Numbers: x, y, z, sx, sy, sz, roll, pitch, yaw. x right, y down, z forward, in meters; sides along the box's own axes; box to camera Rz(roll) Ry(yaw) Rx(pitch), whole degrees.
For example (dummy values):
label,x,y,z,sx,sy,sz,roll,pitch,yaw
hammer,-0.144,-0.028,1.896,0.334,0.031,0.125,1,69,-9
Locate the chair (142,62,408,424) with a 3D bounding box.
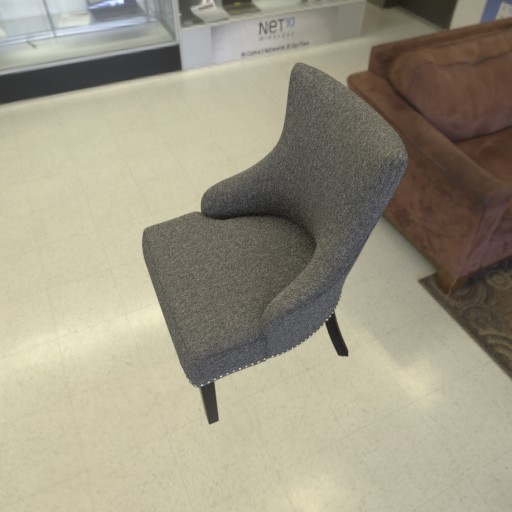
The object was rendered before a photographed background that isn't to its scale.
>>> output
label,x,y,z,sx,sy,sz,roll,pitch,yaw
chair,0.000,0.000,1.351,0.629,0.909,0.566,-17,50,-15
